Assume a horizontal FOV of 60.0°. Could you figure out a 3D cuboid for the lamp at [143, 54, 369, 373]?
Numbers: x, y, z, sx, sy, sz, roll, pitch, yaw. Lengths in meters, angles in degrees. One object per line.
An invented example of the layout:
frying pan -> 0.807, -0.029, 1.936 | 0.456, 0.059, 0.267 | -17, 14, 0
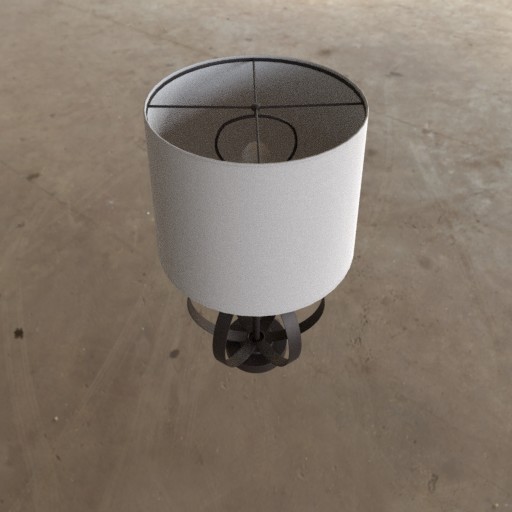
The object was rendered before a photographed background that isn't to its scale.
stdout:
lamp -> 0.000, 0.000, 0.685 | 0.286, 0.510, 0.286 | 0, 46, 0
